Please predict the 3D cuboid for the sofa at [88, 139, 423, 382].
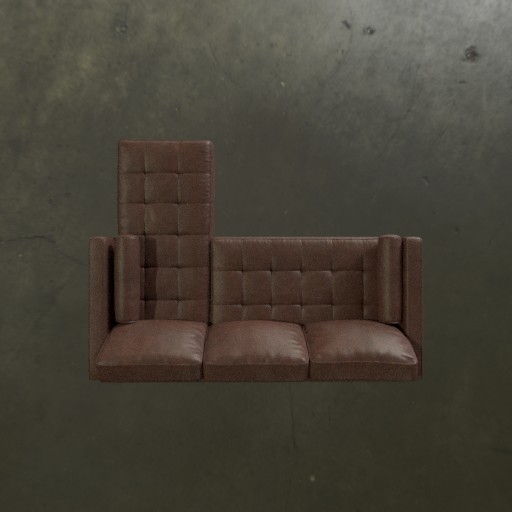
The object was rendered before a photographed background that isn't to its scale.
[{"bbox_3d":[0.000,0.000,3.026,2.185,0.841,1.613,0,89,0],"label":"sofa"}]
